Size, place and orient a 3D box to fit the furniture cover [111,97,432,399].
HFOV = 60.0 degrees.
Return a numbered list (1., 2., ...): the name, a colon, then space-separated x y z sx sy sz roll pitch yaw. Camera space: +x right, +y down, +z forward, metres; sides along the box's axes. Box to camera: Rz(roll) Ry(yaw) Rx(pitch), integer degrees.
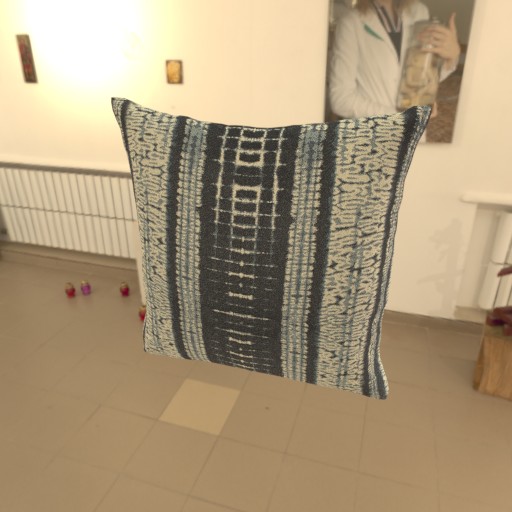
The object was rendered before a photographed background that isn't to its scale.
1. furniture cover: 0.000 0.000 0.654 0.425 0.435 0.133 7 26 16
